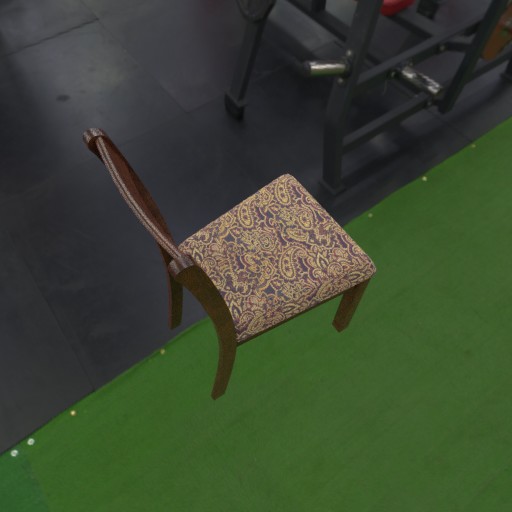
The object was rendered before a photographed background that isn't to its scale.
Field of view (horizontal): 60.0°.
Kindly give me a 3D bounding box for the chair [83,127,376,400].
[{"bbox_3d":[0.000,0.000,1.296,0.584,0.965,0.457,-30,64,-17],"label":"chair"}]
